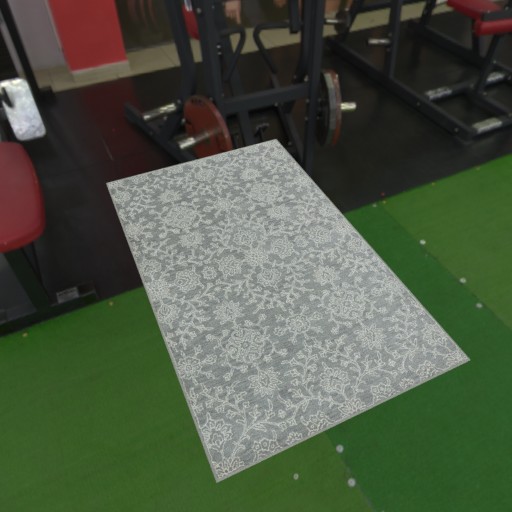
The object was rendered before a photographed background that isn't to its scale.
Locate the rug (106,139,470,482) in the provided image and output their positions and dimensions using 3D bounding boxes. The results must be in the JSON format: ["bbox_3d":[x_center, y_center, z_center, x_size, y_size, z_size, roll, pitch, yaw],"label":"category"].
[{"bbox_3d":[0.000,0.000,3.004,1.515,0.010,2.430,-19,50,-16],"label":"rug"}]
